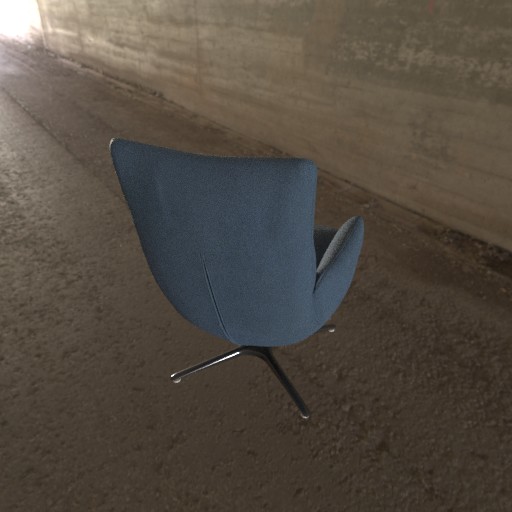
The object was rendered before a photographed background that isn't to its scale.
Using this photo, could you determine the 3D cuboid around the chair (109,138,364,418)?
[{"bbox_3d":[0.000,0.000,1.612,0.711,1.016,0.889,10,32,16],"label":"chair"}]
